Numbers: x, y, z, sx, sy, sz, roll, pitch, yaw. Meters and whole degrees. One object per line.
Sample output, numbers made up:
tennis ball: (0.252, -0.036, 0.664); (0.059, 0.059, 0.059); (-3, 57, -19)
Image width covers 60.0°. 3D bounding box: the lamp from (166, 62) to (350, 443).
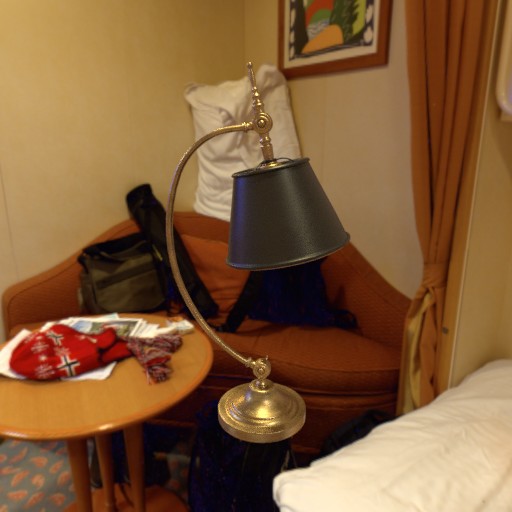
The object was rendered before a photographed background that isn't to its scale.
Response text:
lamp: (0.000, 0.000, 0.834); (0.344, 0.675, 0.235); (2, 16, 8)
